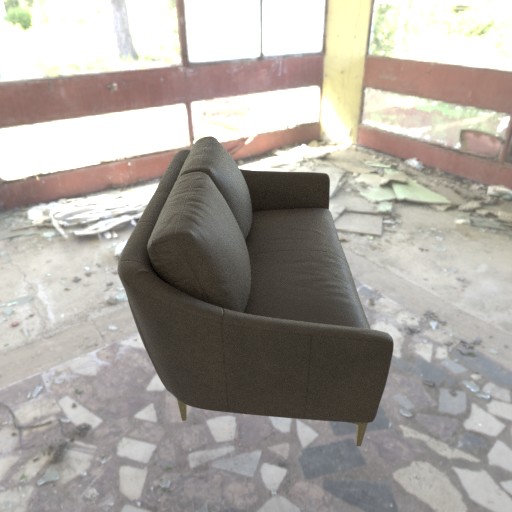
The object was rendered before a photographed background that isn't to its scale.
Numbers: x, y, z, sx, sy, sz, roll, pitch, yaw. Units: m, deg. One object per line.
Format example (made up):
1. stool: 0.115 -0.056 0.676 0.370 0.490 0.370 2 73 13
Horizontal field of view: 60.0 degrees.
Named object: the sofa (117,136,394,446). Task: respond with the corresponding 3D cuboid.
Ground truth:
1. sofa: 0.000 0.000 2.225 0.960 0.902 1.619 0 30 0
